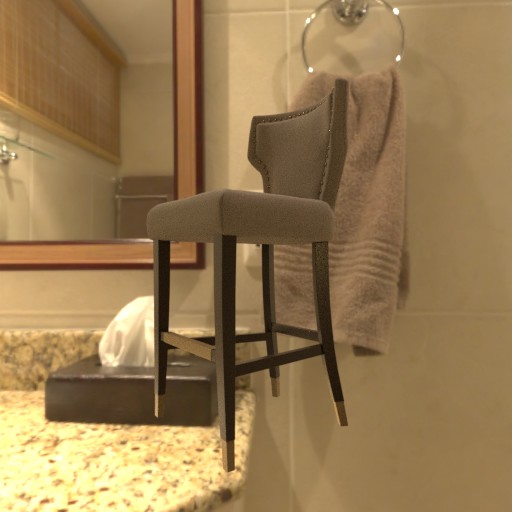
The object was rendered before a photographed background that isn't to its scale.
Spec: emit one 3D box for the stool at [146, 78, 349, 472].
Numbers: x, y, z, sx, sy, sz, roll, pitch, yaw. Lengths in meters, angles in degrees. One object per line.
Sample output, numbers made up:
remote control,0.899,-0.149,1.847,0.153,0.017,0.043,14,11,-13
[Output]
stool,0.000,0.000,1.454,0.563,1.092,0.526,0,0,-34
